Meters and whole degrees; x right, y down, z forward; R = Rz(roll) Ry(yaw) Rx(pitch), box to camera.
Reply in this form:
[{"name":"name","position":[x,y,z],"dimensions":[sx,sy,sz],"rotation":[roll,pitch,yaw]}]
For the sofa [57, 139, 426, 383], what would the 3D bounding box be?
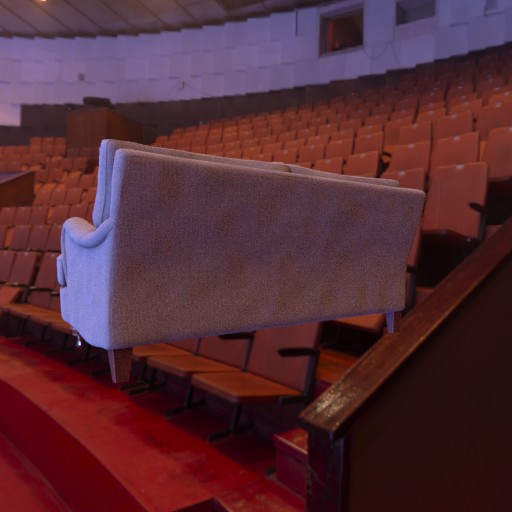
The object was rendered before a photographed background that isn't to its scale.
[{"name":"sofa","position":[0.000,0.000,2.815],"dimensions":[2.193,1.096,1.069],"rotation":[-1,1,-37]}]
